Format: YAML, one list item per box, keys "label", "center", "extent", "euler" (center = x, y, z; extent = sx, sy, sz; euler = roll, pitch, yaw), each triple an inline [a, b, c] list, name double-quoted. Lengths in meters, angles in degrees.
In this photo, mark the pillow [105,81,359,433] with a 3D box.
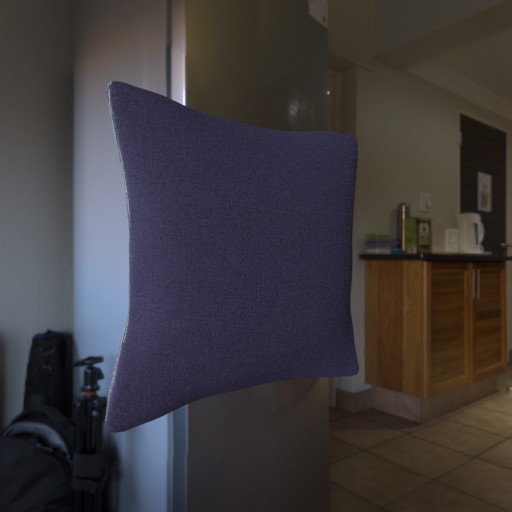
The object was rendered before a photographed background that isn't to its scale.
- label: "pillow"
  center: [0.000, 0.000, 0.647]
  extent: [0.437, 0.419, 0.136]
  euler: [0, 0, -36]
